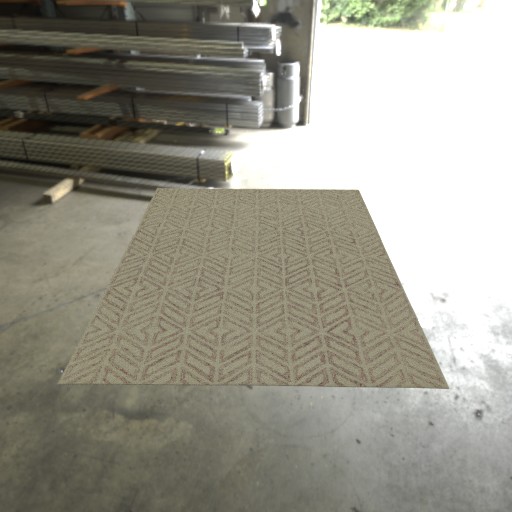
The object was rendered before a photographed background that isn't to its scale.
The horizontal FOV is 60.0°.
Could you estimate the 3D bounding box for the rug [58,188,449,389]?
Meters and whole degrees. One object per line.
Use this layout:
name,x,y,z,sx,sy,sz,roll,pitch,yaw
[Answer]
rug,0.000,0.000,4.025,2.421,0.008,3.045,0,32,1
